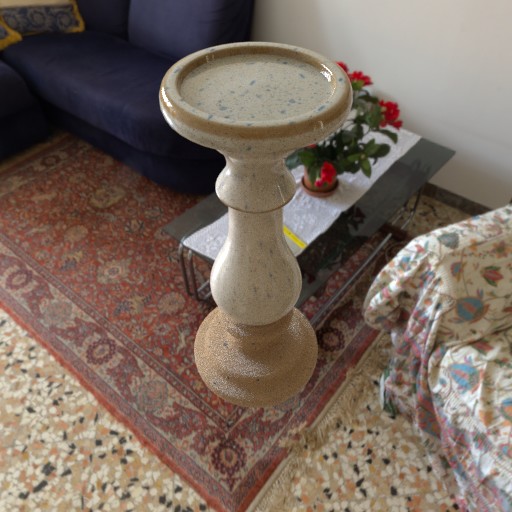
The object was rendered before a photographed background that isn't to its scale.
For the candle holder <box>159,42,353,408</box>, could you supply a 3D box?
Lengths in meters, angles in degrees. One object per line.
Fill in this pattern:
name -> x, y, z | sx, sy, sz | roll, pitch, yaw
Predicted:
candle holder -> 0.000, 0.000, 0.247 | 0.088, 0.203, 0.088 | 0, 47, 0
